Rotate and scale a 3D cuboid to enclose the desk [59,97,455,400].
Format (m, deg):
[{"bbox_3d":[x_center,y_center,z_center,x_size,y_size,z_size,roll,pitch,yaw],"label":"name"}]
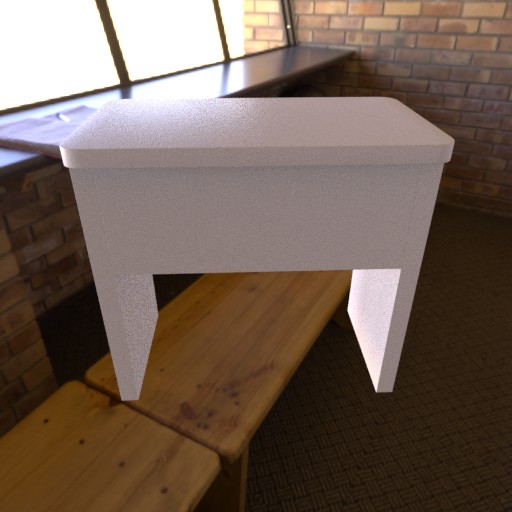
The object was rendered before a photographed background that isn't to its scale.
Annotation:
[{"bbox_3d":[0.000,0.000,1.241,0.790,0.760,0.446,-1,31,-2],"label":"desk"}]
